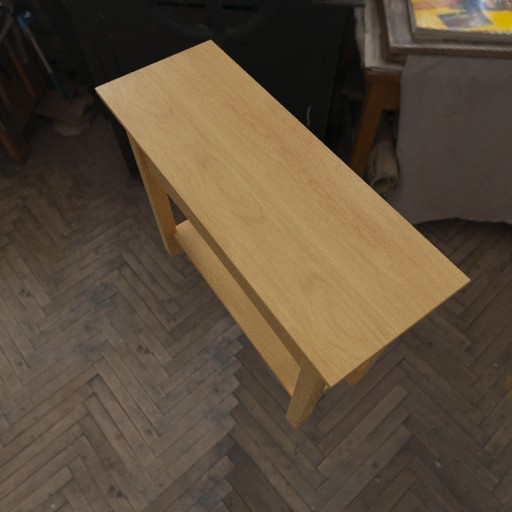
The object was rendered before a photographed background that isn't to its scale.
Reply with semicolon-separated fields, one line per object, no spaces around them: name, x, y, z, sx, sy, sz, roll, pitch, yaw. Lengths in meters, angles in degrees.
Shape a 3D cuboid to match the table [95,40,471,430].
table;0.000;0.000;1.271;0.340;0.728;0.900;-31;64;-17
